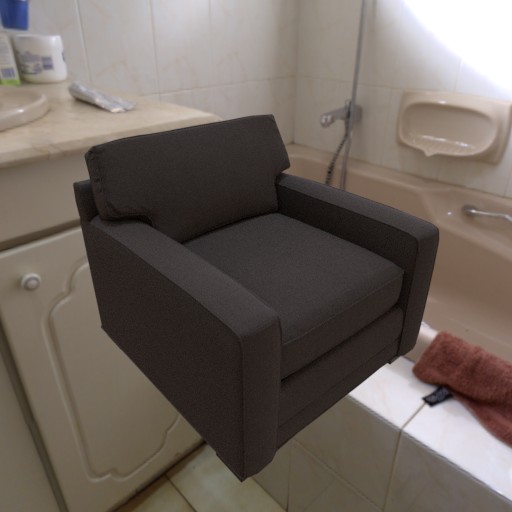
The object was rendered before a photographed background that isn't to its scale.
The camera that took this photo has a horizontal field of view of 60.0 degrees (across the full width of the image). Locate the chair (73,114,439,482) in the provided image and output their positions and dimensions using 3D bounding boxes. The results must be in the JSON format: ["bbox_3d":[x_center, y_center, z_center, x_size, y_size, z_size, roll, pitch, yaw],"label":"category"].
[{"bbox_3d":[0.000,0.000,1.791,0.997,0.913,1.043,-23,36,-35],"label":"chair"}]
